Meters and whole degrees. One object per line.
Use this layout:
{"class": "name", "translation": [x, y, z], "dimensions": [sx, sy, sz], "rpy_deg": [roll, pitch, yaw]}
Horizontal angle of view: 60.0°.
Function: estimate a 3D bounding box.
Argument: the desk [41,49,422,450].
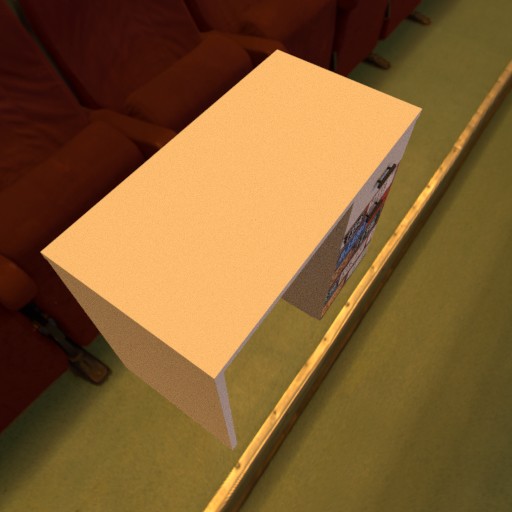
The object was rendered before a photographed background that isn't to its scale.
{"class": "desk", "translation": [0.000, 0.000, 1.367], "dimensions": [0.482, 0.730, 0.898], "rpy_deg": [31, 62, 18]}
